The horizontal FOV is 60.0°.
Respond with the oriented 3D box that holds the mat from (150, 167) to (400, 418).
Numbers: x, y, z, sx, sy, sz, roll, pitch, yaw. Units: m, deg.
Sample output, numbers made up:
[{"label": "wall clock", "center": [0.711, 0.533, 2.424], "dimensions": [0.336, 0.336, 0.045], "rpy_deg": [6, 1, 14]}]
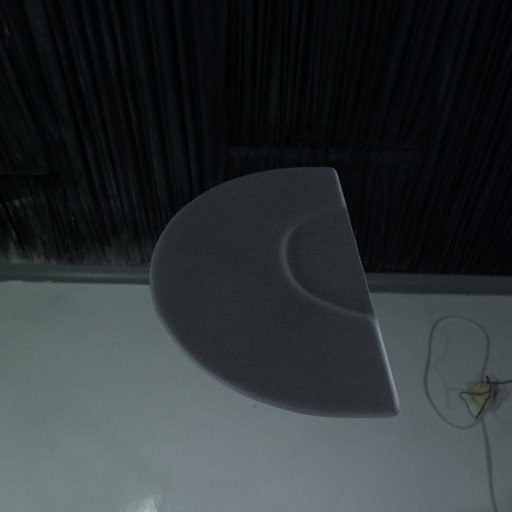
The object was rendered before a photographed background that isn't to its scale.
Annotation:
[{"label": "mat", "center": [0.000, 0.000, 1.954], "dimensions": [0.917, 0.016, 1.525], "rpy_deg": [0, 42, 0]}]
